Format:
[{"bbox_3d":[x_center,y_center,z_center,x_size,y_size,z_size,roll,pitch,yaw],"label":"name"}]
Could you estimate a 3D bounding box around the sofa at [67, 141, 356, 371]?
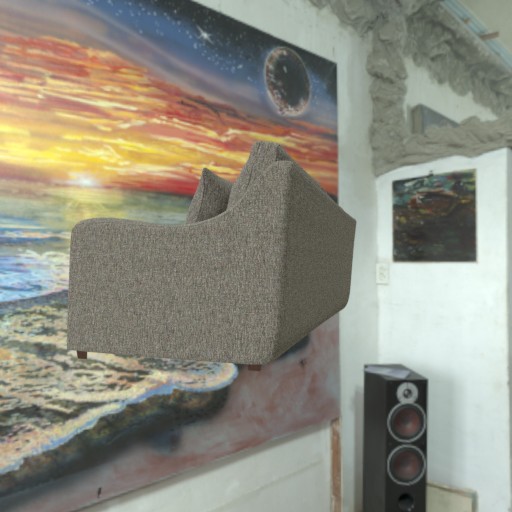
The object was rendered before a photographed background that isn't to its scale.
[{"bbox_3d":[0.000,0.000,3.005,1.103,0.998,2.418,0,-1,19],"label":"sofa"}]
